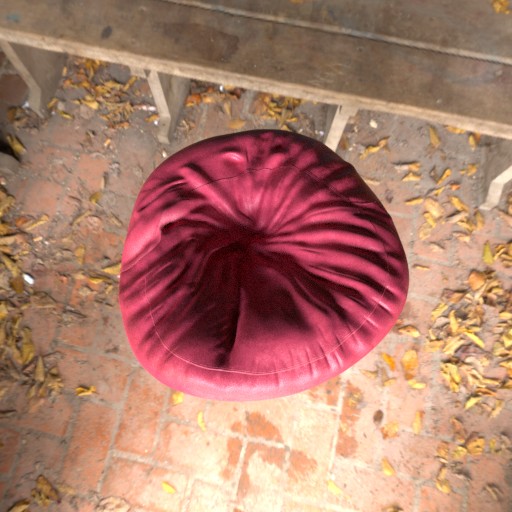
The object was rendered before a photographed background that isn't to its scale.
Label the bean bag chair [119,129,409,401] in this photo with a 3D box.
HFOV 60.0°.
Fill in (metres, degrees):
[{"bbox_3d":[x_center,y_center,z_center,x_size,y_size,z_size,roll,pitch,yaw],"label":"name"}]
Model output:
[{"bbox_3d":[0.000,0.000,2.487,1.524,0.878,1.524,-15,76,-4],"label":"bean bag chair"}]
